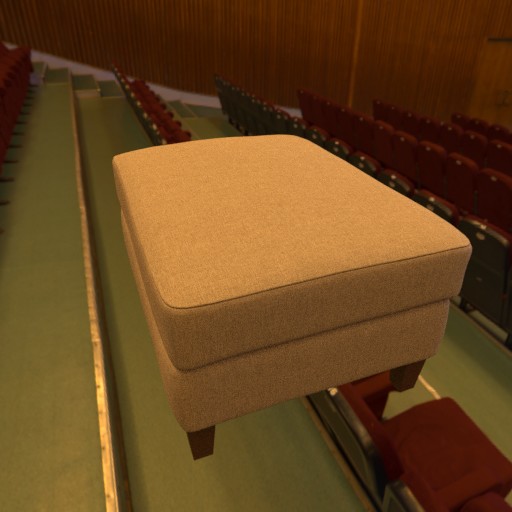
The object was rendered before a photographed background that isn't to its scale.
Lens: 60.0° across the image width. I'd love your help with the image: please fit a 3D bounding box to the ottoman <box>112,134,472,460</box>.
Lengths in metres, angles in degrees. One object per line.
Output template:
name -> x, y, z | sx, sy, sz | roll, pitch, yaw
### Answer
ottoman -> 0.000, 0.000, 1.277 | 0.677, 0.519, 0.898 | -11, 33, -18
